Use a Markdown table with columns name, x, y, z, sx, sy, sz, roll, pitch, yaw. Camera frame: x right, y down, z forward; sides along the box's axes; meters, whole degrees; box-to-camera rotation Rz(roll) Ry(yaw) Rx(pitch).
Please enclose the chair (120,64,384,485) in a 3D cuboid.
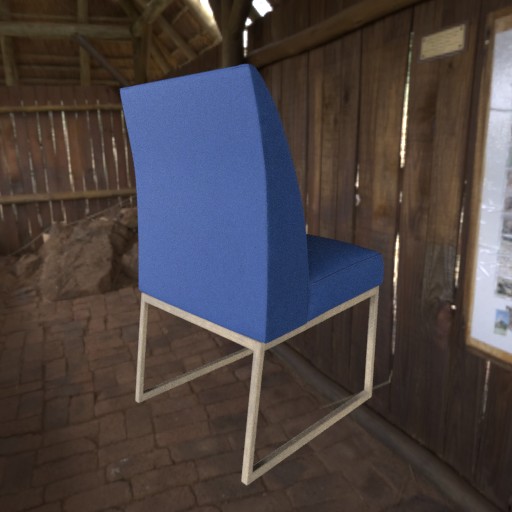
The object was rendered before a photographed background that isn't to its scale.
| name | x | y | z | sx | sy | sz | roll | pitch | yaw |
| --- | --- | --- | --- | --- | --- | --- | --- | --- | --- |
| chair | 0.000 | 0.000 | 1.208 | 0.522 | 0.863 | 0.508 | -13 | 19 | -43 |
